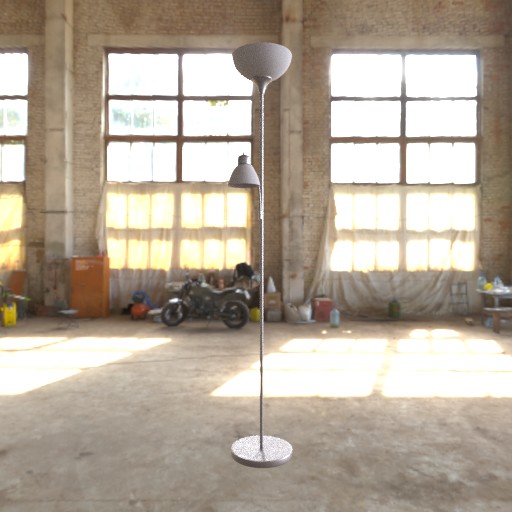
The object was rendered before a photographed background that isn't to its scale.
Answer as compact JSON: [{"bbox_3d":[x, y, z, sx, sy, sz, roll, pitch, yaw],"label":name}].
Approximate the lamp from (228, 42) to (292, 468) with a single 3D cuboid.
[{"bbox_3d":[0.000,0.000,1.938,0.279,1.804,0.425,0,0,19],"label":"lamp"}]
